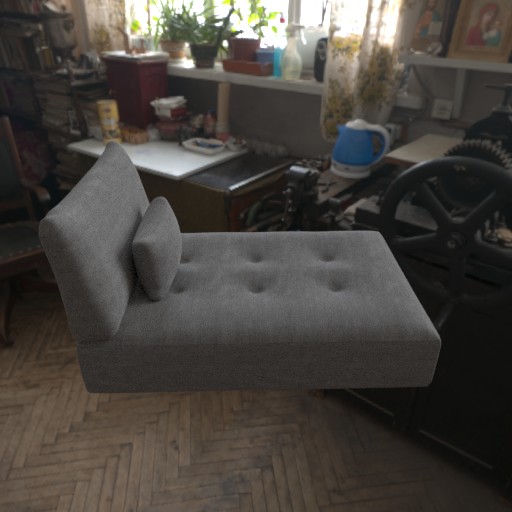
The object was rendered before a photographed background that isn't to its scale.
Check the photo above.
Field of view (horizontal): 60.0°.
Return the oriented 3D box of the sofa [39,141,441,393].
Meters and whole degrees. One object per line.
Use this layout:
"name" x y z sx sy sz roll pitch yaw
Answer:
"sofa" 0.000 0.000 2.006 1.450 0.820 0.930 -1 31 -1
